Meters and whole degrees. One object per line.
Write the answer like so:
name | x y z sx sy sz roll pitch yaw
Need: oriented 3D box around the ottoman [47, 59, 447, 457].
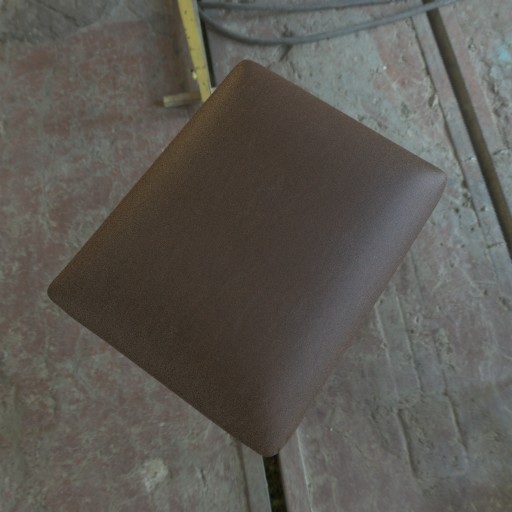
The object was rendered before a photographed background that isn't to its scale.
ottoman | 0.000 0.000 1.178 0.635 0.508 0.787 34 77 9
